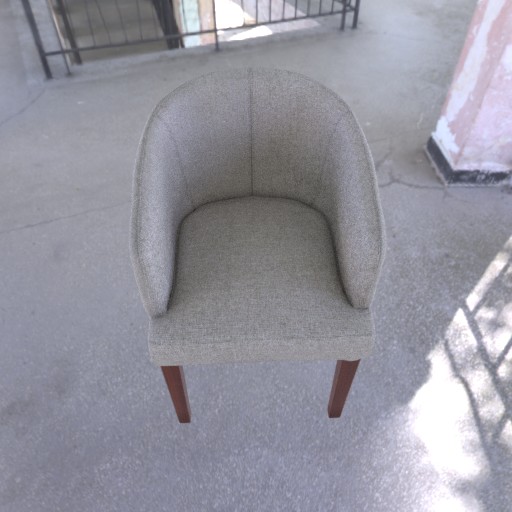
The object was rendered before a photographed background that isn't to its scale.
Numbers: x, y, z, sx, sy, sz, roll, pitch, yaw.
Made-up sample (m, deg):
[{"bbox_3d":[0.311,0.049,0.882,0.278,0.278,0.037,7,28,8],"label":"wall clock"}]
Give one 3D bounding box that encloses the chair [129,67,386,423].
[{"bbox_3d":[0.000,0.000,1.252,0.583,0.811,0.655,-2,46,-2],"label":"chair"}]
